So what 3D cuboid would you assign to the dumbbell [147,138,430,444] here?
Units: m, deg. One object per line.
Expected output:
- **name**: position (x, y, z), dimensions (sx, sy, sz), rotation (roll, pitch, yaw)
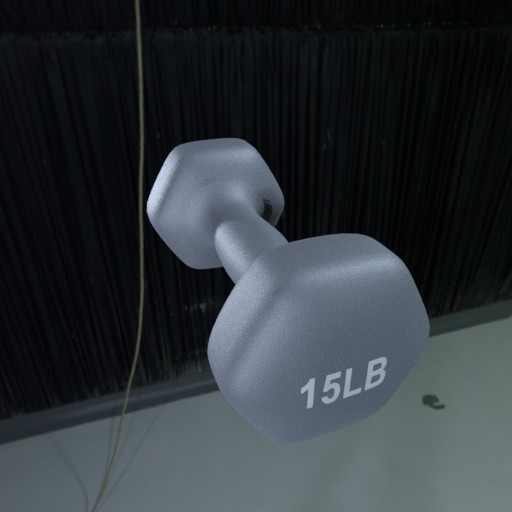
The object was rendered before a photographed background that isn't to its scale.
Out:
- **dumbbell**: position (0.000, 0.000, 0.298), dimensions (0.116, 0.105, 0.240), rotation (-11, 32, -18)
